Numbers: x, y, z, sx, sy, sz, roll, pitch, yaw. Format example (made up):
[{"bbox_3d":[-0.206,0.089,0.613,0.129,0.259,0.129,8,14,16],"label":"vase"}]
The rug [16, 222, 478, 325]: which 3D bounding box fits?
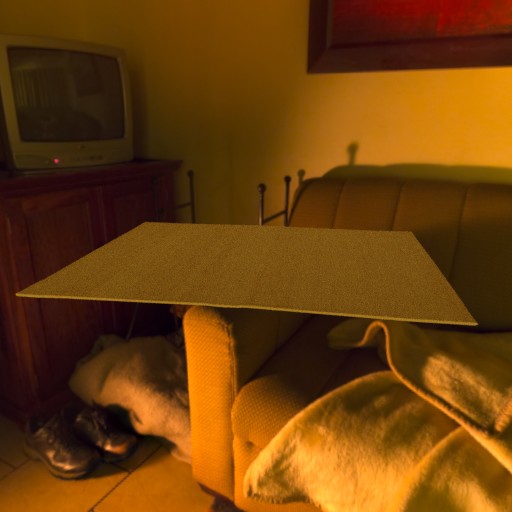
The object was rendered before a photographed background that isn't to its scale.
[{"bbox_3d":[0.000,0.000,4.140,3.202,0.045,2.434,3,17,9],"label":"rug"}]
